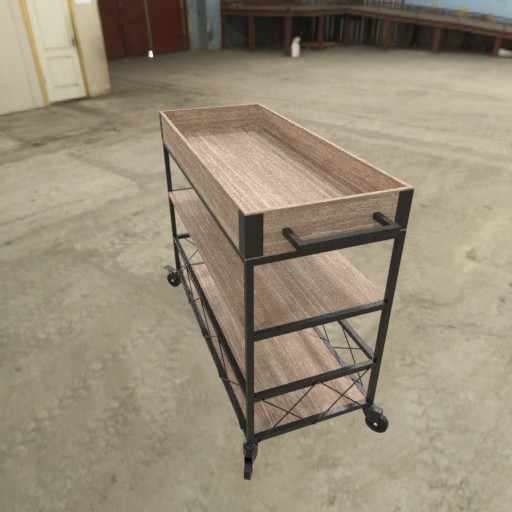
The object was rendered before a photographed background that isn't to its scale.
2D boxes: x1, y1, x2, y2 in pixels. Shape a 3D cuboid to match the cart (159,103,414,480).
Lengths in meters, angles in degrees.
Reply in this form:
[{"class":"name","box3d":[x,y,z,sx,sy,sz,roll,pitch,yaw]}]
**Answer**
[{"class":"cart","box3d":[0.000,0.000,1.502,0.500,0.787,1.101,-11,32,-18]}]
